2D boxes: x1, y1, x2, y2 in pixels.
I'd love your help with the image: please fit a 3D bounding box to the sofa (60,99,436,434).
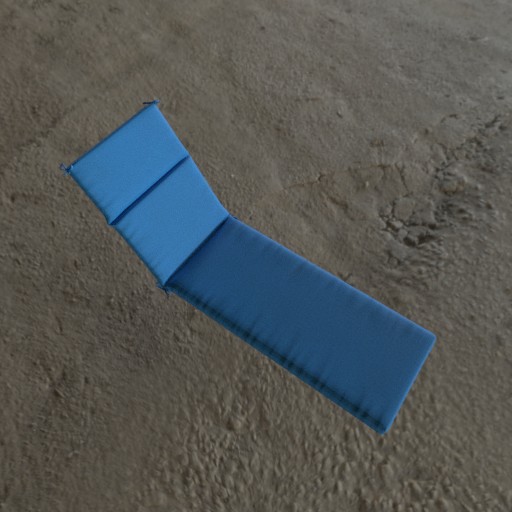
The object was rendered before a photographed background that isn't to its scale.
[{"bbox_3d":[0.000,0.000,1.948,1.663,0.622,0.582,31,63,18],"label":"sofa"}]
